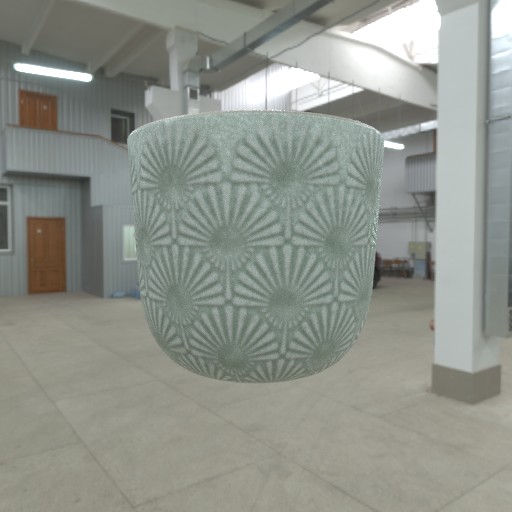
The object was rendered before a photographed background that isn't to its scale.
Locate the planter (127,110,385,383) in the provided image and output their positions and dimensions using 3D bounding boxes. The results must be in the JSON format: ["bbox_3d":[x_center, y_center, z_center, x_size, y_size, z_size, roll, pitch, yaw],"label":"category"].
[{"bbox_3d":[0.000,0.000,0.306,0.170,0.152,0.170,0,2,0],"label":"planter"}]
